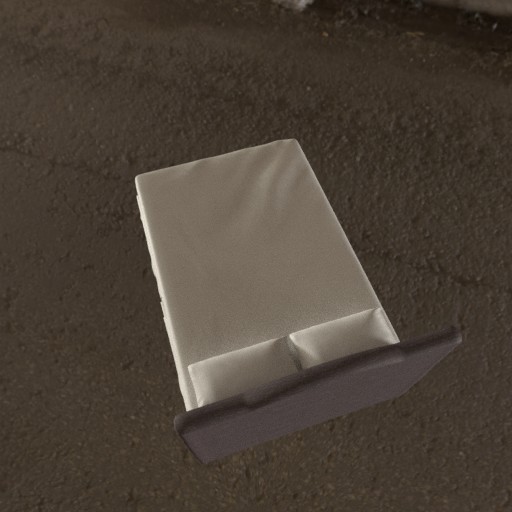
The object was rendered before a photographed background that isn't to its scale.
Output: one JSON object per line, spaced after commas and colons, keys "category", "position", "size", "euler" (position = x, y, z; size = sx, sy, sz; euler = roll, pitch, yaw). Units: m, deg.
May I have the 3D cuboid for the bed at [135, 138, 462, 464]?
{"category": "bed", "position": [0.000, 0.000, 3.538], "size": [1.741, 1.441, 2.507], "euler": [-15, 60, -9]}
